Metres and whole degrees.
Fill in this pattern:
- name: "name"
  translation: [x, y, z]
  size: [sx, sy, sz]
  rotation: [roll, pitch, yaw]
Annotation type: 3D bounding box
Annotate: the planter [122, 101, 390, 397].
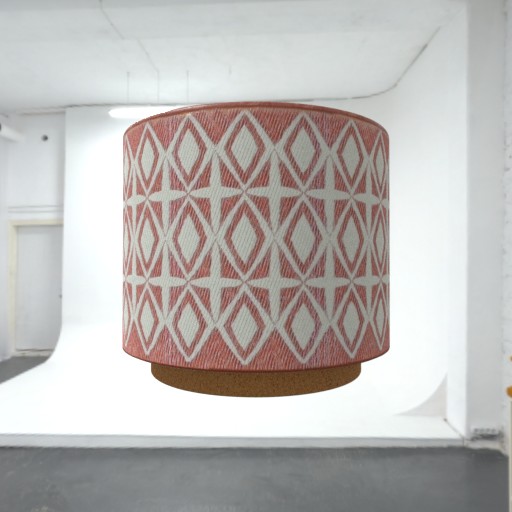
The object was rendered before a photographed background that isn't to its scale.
- name: "planter"
  translation: [0.000, 0.000, 0.474]
  size: [0.273, 0.237, 0.273]
  rotation: [0, 0, 0]
